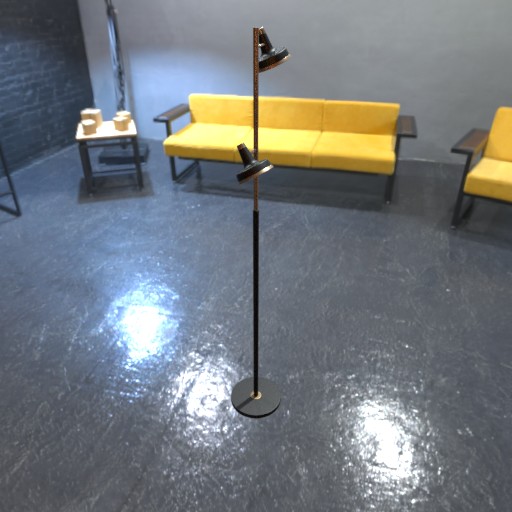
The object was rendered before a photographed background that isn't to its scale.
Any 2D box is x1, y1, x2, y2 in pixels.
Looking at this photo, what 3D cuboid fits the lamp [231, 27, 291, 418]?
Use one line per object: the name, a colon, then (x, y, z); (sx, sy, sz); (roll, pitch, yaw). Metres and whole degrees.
lamp: (0.000, 0.000, 1.823); (0.253, 1.674, 0.351); (10, 32, 16)
